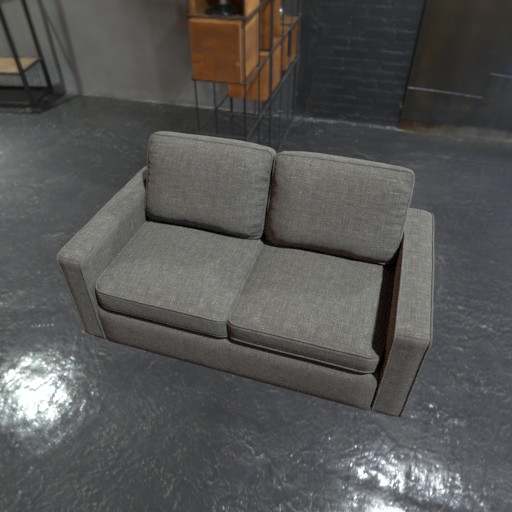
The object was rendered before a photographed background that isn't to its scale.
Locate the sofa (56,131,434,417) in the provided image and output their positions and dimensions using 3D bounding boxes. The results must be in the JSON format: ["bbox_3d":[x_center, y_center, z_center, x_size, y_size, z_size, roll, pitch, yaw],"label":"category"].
[{"bbox_3d":[0.000,0.000,2.296,1.709,0.918,0.947,12,42,13],"label":"sofa"}]
